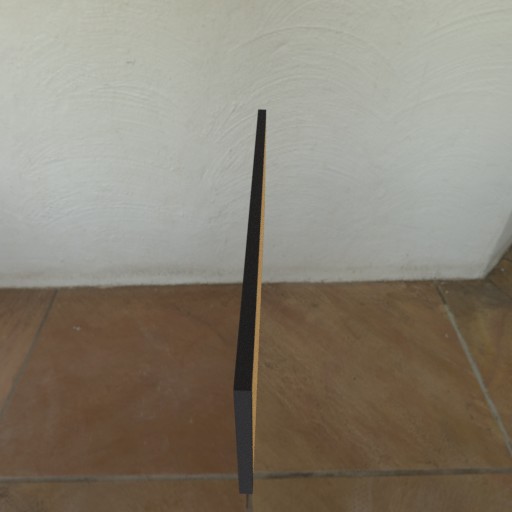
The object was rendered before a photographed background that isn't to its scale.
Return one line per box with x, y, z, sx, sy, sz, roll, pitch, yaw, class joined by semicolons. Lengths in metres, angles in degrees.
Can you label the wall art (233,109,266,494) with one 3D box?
0.000;0.000;1.760;0.041;0.554;1.572;1;40;2;wall art
